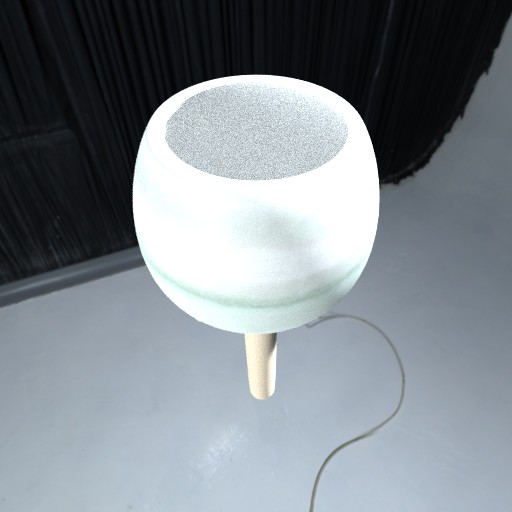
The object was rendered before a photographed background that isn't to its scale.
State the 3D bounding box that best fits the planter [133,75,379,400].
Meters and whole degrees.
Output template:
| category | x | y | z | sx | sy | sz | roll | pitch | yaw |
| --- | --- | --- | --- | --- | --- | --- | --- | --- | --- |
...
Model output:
| category | x | y | z | sx | sy | sz | roll | pitch | yaw |
| --- | --- | --- | --- | --- | --- | --- | --- | --- | --- |
| planter | 0.000 | 0.000 | 0.336 | 0.161 | 0.224 | 0.161 | 0 | 47 | 0 |
